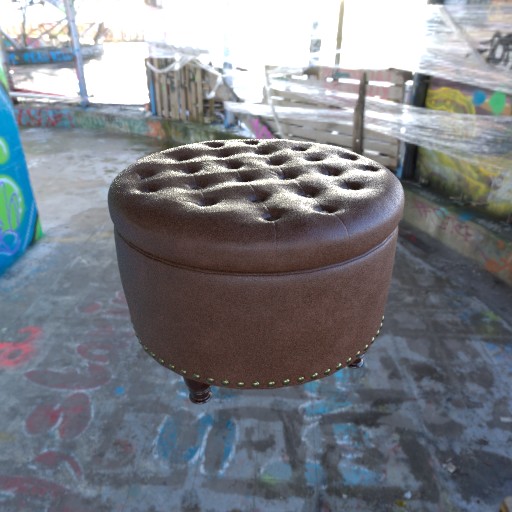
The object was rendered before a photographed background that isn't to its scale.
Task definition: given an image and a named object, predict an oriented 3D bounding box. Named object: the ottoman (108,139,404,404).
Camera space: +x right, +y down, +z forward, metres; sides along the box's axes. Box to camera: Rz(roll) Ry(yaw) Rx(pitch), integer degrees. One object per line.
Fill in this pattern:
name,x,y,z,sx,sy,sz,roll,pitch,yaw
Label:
ottoman,0.000,0.000,1.076,0.637,0.442,0.637,0,29,0
